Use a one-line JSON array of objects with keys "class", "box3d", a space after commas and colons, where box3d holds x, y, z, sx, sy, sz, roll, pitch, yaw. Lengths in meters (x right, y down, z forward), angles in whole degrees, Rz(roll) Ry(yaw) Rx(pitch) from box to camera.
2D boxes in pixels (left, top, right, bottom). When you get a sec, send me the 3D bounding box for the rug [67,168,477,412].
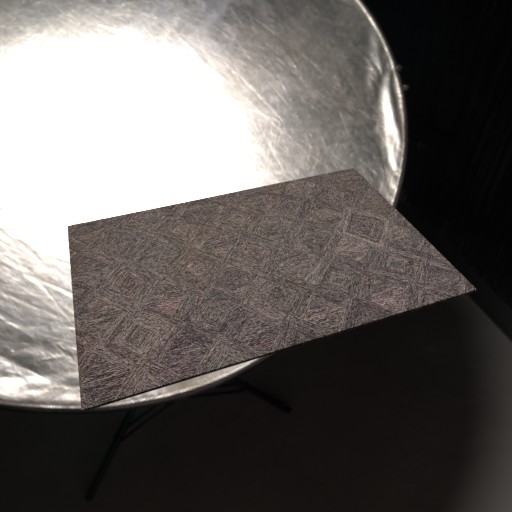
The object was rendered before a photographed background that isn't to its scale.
[{"class": "rug", "box3d": [0.000, 0.000, 2.907, 2.298, 0.017, 1.501, -14, 44, -15]}]
